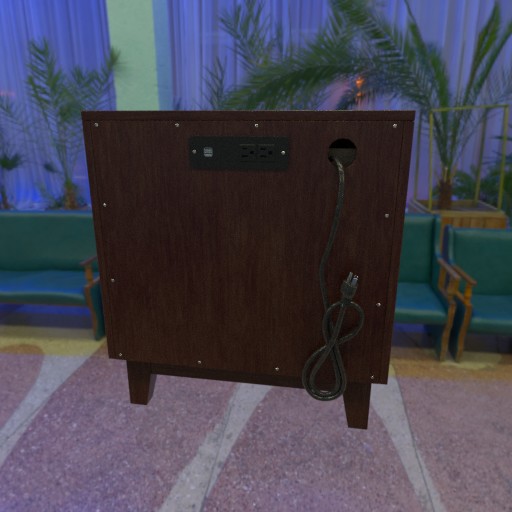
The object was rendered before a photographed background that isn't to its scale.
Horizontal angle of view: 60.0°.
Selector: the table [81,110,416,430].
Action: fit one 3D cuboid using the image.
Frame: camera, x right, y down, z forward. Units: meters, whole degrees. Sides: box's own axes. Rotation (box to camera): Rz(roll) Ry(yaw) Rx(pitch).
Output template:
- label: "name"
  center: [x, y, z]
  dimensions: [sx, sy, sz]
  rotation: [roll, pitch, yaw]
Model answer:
- label: "table"
  center: [0.000, 0.000, 0.982]
  dimensions: [0.557, 0.609, 0.449]
  rotation: [3, 18, 9]
